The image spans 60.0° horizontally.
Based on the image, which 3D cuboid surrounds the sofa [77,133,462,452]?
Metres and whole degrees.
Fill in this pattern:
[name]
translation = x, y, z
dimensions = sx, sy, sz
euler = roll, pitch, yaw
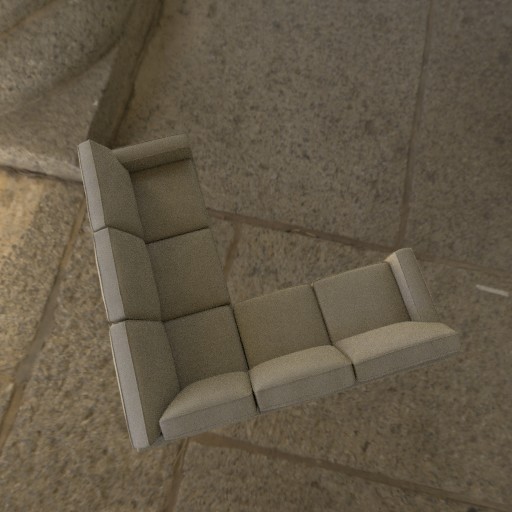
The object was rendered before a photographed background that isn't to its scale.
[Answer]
[sofa]
translation = 0.000, 0.000, 3.356
dimensions = 2.188, 0.936, 2.211
euler = -16, 75, -4
